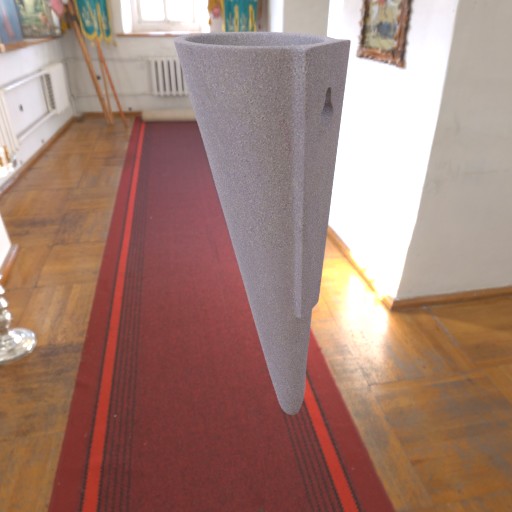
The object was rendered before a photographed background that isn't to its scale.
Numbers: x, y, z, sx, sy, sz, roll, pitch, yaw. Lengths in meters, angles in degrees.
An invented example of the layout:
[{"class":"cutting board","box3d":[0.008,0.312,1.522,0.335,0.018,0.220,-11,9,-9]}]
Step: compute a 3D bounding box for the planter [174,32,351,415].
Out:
[{"class":"planter","box3d":[0.000,0.000,0.292,0.087,0.259,0.078,19,36,29]}]
